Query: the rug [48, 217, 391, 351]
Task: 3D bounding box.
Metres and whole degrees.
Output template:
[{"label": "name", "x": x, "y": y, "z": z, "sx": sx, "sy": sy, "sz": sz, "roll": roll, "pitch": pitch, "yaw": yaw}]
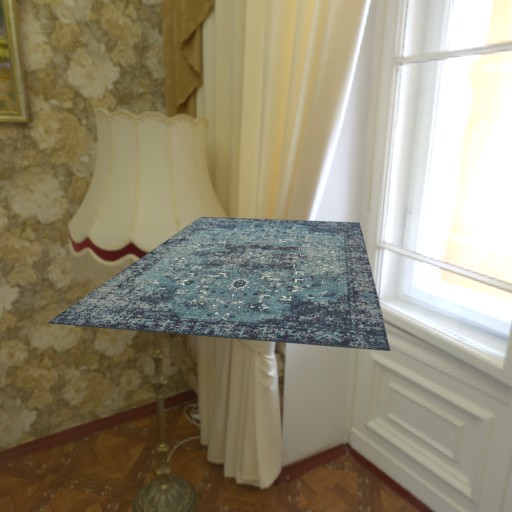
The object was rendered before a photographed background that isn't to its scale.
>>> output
[{"label": "rug", "x": 0.000, "y": 0.000, "z": 3.060, "sx": 1.525, "sy": 0.007, "sz": 2.440, "roll": 3, "pitch": 17, "yaw": 9}]
